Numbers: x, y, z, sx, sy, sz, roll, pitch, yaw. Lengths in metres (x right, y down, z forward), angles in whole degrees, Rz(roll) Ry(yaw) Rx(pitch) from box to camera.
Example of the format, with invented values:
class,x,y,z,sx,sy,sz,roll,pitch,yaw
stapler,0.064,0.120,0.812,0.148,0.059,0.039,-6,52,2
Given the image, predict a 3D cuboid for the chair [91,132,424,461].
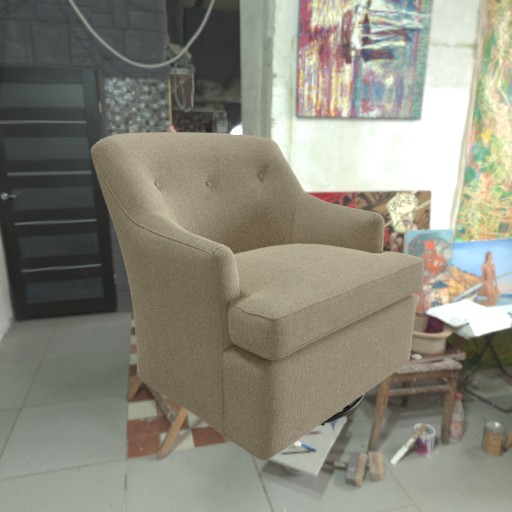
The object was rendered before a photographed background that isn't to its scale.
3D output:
class,x,y,z,sx,sy,sz,roll,pitch,yaw
chair,0.000,0.000,1.578,0.864,0.856,0.923,-14,20,-42
